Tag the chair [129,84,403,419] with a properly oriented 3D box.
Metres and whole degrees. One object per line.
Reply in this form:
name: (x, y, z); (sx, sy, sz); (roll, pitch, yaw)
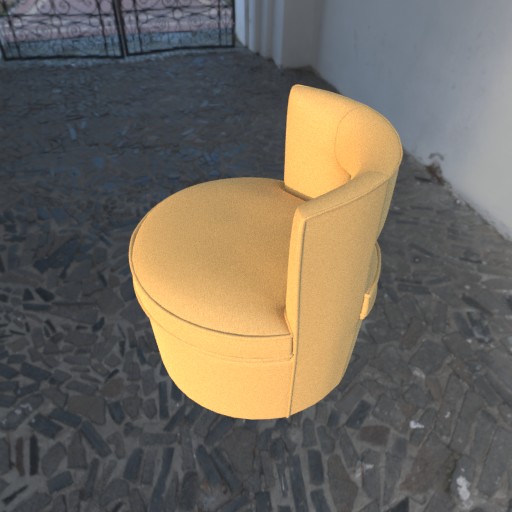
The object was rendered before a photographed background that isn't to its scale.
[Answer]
chair: (0.000, 0.000, 1.208); (0.665, 0.723, 0.650); (2, 41, 2)
